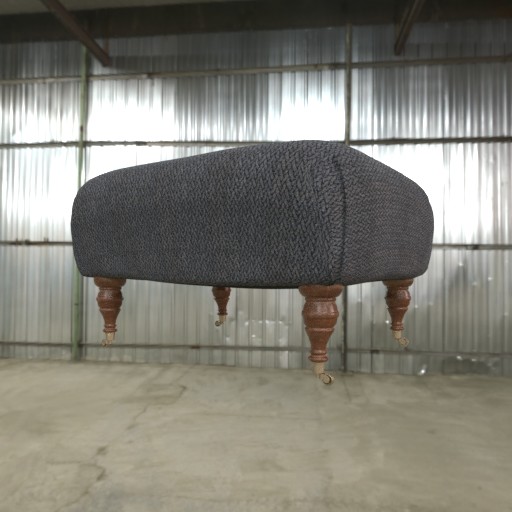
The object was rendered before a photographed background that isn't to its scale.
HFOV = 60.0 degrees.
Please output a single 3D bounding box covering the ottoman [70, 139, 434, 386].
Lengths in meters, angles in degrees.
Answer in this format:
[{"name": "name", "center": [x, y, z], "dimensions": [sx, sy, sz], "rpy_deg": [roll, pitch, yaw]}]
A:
[{"name": "ottoman", "center": [0.000, 0.000, 1.114], "dimensions": [0.747, 0.450, 0.622], "rpy_deg": [-1, -1, 35]}]
